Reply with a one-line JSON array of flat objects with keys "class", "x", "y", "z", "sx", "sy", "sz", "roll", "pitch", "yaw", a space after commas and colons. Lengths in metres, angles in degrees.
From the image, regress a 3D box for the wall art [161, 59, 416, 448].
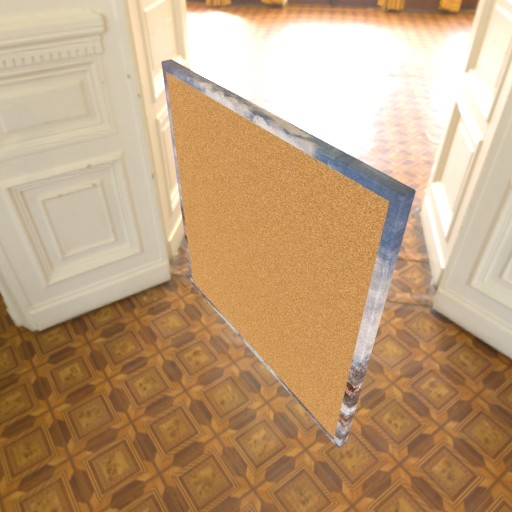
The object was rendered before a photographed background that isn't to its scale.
[{"class": "wall art", "x": 0.000, "y": 0.000, "z": 1.498, "sx": 0.040, "sy": 1.020, "sz": 1.010, "roll": -26, "pitch": 47, "yaw": -27}]
